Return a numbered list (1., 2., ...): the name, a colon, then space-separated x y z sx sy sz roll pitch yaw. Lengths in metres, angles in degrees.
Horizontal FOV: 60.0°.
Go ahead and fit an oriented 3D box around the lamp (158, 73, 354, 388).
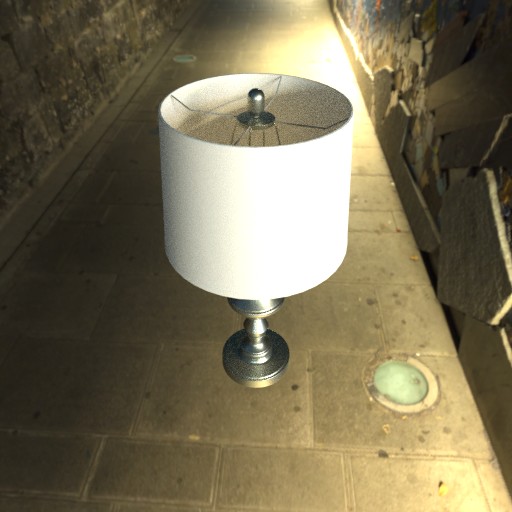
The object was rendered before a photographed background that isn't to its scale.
1. lamp: 0.000 0.000 0.980 0.383 0.733 0.383 0 40 0
